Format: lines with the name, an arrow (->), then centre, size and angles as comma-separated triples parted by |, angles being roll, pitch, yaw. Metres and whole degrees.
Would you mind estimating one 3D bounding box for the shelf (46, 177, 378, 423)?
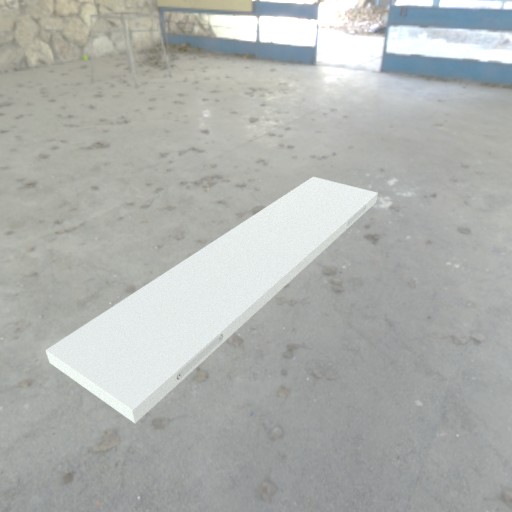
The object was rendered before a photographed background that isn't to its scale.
shelf -> 0.000, 0.000, 0.670 | 0.140, 0.020, 0.610 | 20, 38, 29
